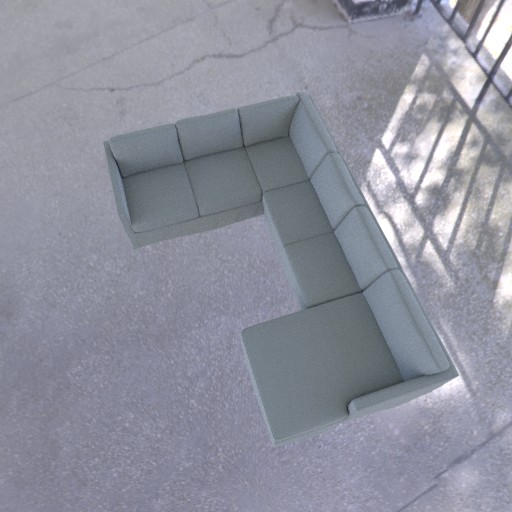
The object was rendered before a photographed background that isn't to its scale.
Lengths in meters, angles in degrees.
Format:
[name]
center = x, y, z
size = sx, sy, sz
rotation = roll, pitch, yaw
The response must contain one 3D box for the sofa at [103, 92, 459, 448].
[sofa]
center = 0.000, 0.000, 4.443
size = 2.427, 0.882, 3.460
rotation = -16, 63, -8
